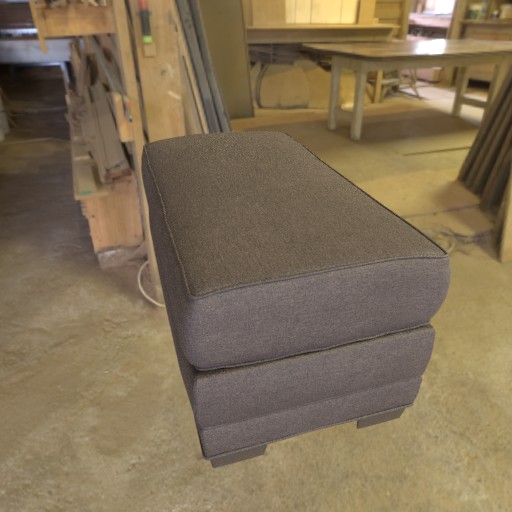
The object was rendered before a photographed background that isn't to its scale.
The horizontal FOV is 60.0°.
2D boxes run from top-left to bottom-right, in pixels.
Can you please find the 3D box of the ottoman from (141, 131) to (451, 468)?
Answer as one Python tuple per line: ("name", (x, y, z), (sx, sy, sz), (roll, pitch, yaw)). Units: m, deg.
("ottoman", (0.000, 0.000, 1.134), (0.490, 0.448, 0.864), (-9, 31, -15))
